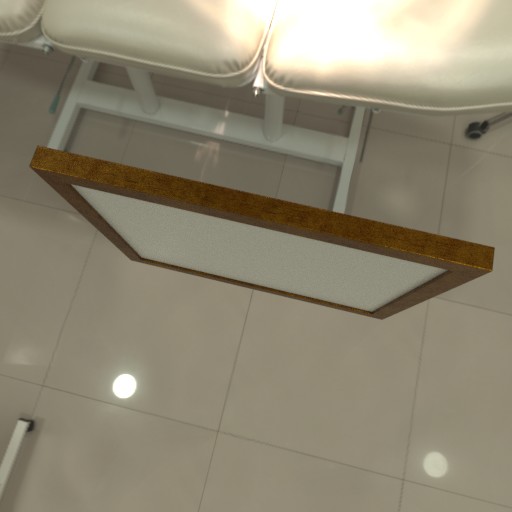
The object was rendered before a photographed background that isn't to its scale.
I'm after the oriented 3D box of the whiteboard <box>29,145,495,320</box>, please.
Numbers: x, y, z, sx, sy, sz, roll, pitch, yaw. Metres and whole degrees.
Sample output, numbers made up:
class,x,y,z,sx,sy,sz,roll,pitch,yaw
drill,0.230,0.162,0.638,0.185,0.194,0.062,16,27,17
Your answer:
class,x,y,z,sx,sy,sz,roll,pitch,yaw
whiteboard,0.000,0.000,0.747,0.561,0.457,0.029,13,75,3
